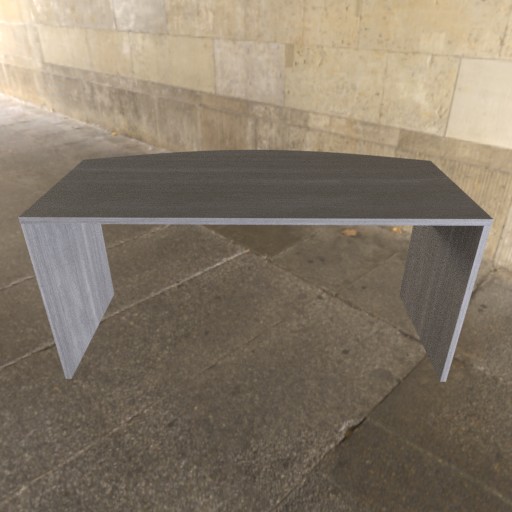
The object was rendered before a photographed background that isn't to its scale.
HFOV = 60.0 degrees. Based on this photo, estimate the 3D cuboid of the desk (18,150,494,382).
[{"bbox_3d":[0.000,0.000,2.025,1.600,0.750,0.802,0,30,1],"label":"desk"}]
